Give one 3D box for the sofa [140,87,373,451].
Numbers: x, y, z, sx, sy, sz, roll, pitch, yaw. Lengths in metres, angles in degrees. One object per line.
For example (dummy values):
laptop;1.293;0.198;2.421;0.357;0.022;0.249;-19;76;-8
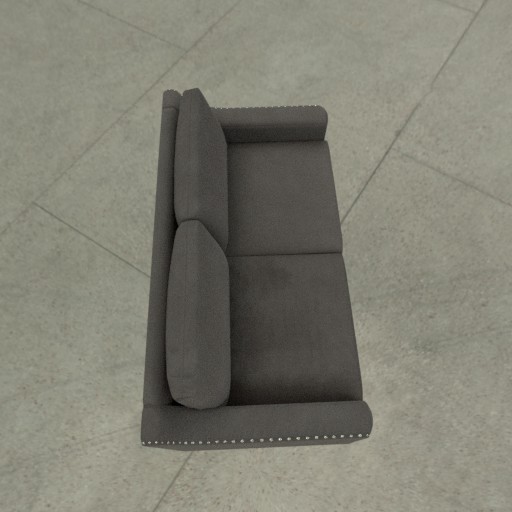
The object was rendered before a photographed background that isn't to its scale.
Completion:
sofa;0.000;0.000;3.253;1.336;1.196;2.550;-2;64;-1
